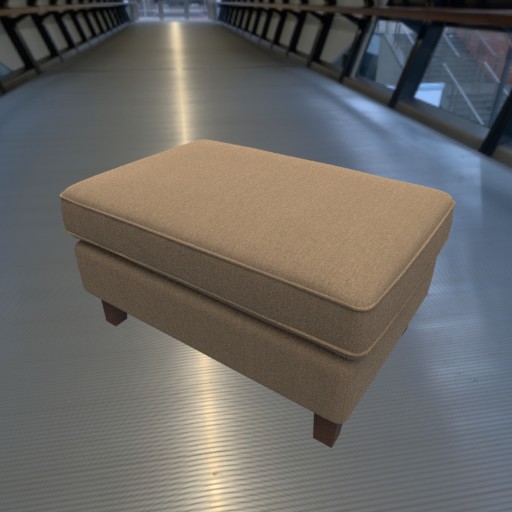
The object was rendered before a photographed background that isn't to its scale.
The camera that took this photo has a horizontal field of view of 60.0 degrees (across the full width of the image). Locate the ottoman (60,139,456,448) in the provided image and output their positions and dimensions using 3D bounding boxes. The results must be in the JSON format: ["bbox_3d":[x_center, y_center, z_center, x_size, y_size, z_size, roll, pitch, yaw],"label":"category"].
[{"bbox_3d":[0.000,0.000,1.311,0.945,0.521,0.636,20,36,30],"label":"ottoman"}]
